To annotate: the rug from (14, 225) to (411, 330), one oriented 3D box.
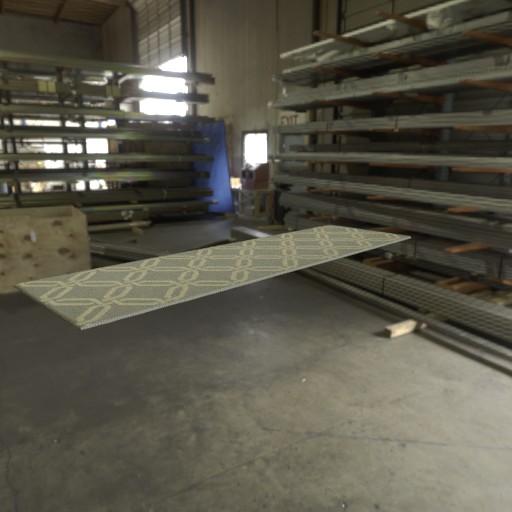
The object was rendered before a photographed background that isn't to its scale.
[{"bbox_3d":[0.000,0.000,2.456,2.276,0.014,0.678,-13,18,-43],"label":"rug"}]
